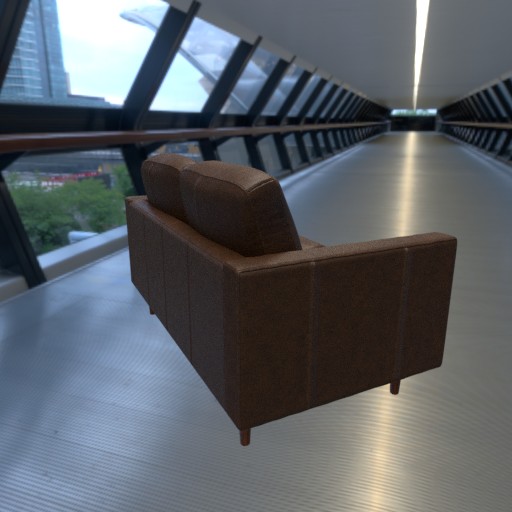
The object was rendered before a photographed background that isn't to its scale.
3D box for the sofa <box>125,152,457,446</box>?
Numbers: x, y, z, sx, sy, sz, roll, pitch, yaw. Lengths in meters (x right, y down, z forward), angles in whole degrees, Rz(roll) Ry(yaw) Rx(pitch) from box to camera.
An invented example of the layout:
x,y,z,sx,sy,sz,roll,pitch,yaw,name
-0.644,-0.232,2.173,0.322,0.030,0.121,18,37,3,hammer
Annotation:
x,y,z,sx,sy,sz,roll,pitch,yaw,name
0.000,0.000,2.137,0.909,0.951,1.578,-8,17,-26,sofa
